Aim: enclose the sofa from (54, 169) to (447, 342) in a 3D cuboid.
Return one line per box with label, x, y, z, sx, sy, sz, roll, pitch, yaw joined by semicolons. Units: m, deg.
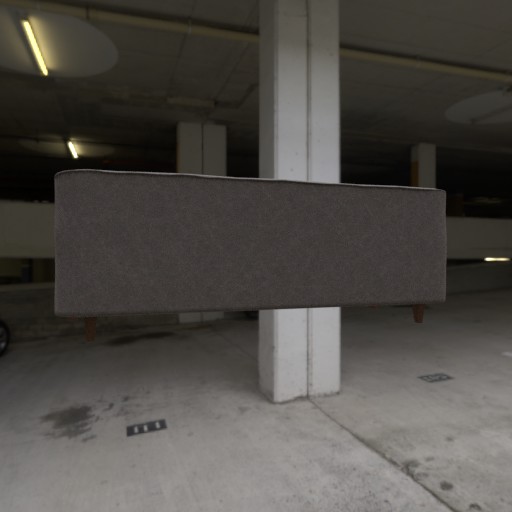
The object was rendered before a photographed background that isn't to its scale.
sofa;0.000;0.000;2.717;2.247;0.806;0.917;0;0;-18
